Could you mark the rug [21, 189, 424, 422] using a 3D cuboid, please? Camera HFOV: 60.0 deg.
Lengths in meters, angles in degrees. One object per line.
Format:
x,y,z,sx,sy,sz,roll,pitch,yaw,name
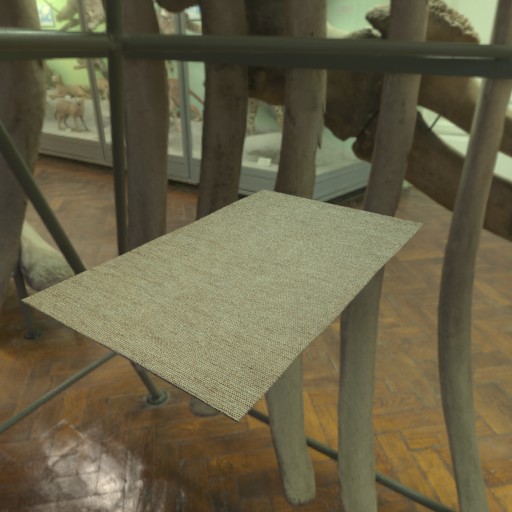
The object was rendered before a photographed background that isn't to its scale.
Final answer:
0.000,0.000,2.991,1.533,0.011,2.439,17,31,31,rug
